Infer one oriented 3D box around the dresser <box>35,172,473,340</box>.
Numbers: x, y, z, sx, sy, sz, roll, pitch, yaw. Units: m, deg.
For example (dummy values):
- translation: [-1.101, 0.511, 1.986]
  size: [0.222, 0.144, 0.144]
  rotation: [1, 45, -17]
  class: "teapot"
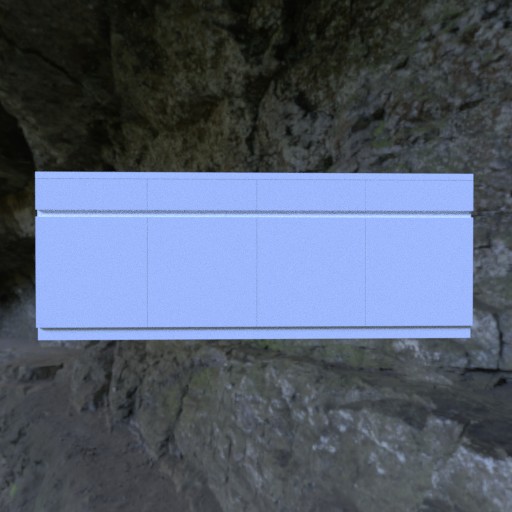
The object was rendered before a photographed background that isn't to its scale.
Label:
- translation: [0.000, 0.000, 2.479]
  size: [2.200, 0.840, 0.500]
  rotation: [0, 1, -2]
  class: "dresser"
